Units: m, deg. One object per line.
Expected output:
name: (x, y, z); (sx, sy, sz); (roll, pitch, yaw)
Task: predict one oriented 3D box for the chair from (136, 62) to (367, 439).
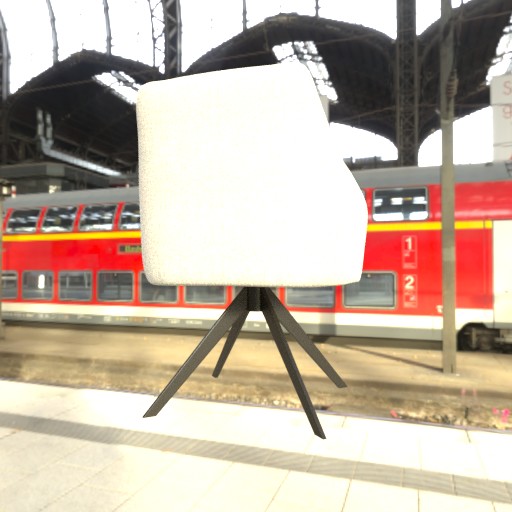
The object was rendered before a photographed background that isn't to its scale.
chair: (0.000, 0.000, 1.348); (0.642, 0.874, 0.677); (0, -1, 18)
